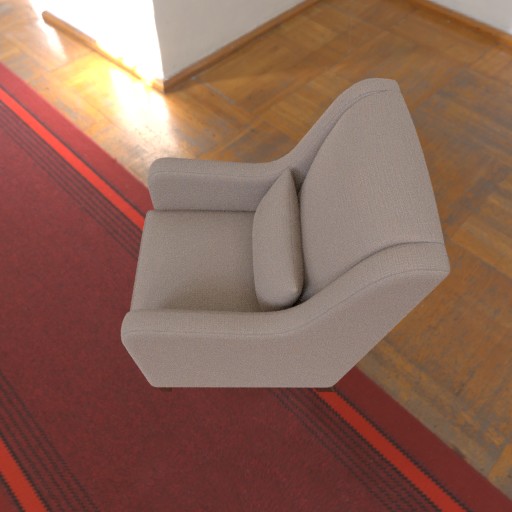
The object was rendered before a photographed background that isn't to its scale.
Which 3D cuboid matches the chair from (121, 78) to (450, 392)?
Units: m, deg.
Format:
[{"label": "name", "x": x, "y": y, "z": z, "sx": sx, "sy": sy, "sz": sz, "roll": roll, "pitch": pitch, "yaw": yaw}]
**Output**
[{"label": "chair", "x": 0.000, "y": 0.000, "z": 1.588, "sx": 0.896, "sy": 1.017, "sz": 0.715, "roll": 0, "pitch": 57, "yaw": 0}]
